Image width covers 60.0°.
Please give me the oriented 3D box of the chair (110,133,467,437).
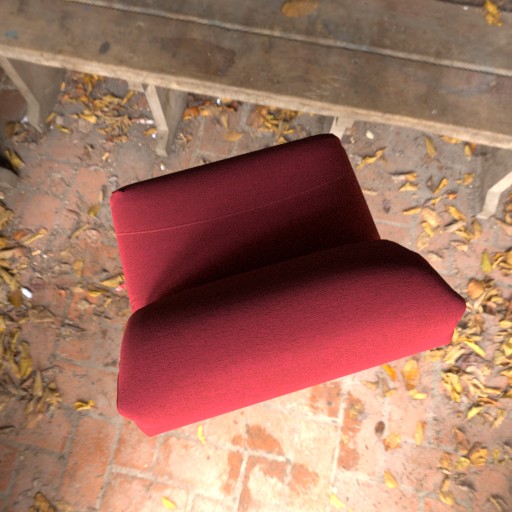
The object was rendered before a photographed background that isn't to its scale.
[{"bbox_3d":[0.000,0.000,1.306,0.820,0.580,0.780,-16,75,-4],"label":"chair"}]
